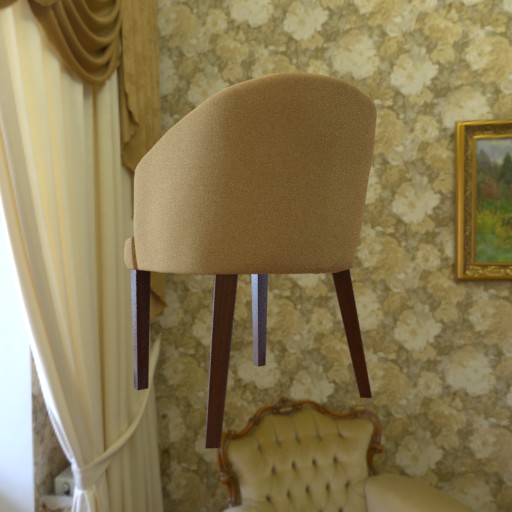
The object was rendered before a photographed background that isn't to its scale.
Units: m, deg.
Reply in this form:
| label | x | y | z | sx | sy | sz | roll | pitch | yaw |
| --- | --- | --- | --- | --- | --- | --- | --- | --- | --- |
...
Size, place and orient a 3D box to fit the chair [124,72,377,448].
| label | x | y | z | sx | sy | sz | roll | pitch | yaw |
| --- | --- | --- | --- | --- | --- | --- | --- | --- | --- |
| chair | 0.000 | 0.000 | 1.251 | 0.583 | 0.811 | 0.655 | -1 | 1 | -37 |
